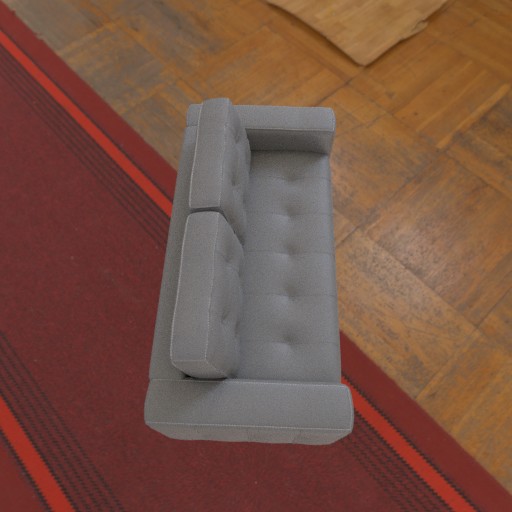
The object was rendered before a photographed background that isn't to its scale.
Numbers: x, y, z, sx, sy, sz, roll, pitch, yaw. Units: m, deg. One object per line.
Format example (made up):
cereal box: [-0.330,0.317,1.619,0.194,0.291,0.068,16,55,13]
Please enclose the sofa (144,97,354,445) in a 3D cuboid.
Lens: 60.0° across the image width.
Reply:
sofa: [0.000,0.000,2.255,0.833,0.892,1.726,2,63,1]
